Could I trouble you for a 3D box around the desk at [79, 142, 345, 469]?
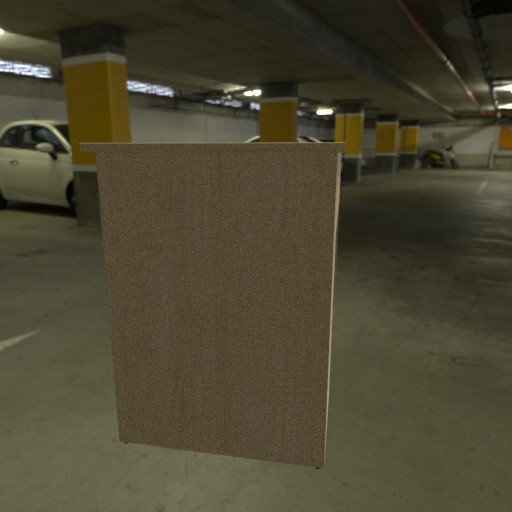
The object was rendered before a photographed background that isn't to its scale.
[{"bbox_3d":[0.000,0.000,1.509,0.560,0.735,1.097,3,14,11],"label":"desk"}]
